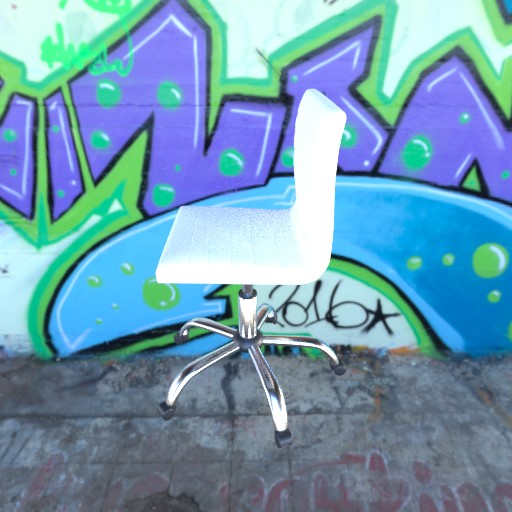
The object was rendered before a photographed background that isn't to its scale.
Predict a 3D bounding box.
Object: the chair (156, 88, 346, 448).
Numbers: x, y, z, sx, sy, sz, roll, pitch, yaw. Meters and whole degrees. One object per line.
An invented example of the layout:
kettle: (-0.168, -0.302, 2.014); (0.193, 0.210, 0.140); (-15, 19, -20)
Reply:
chair: (0.000, 0.000, 1.142); (0.530, 0.780, 0.556); (-1, 27, -1)
